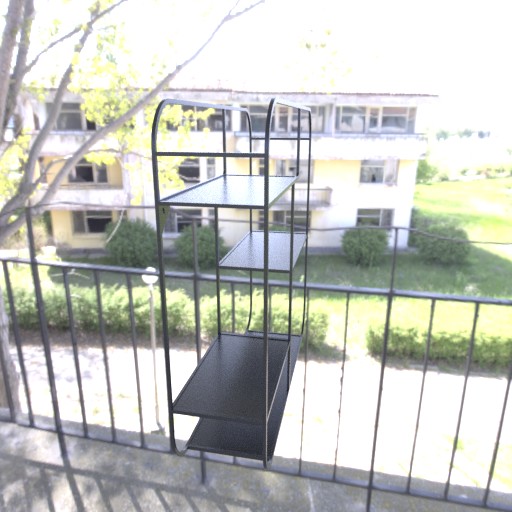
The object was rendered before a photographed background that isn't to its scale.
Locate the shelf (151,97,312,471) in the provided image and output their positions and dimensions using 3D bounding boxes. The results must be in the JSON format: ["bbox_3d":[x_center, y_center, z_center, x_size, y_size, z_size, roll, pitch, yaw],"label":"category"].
[{"bbox_3d":[0.000,0.000,0.926,0.160,0.600,0.600,4,17,12],"label":"shelf"}]
